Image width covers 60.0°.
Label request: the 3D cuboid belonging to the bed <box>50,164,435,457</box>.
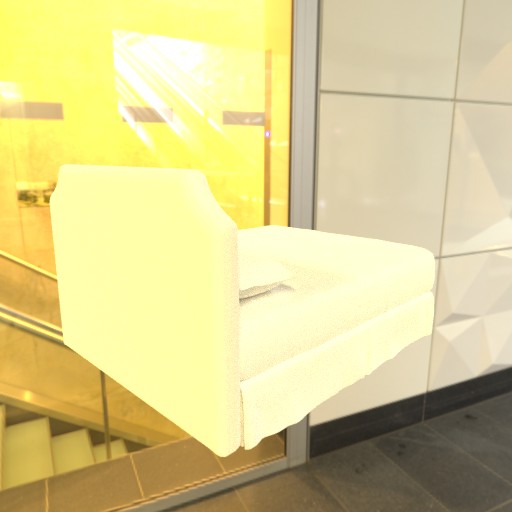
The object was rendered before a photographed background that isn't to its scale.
[{"bbox_3d":[0.000,0.000,3.736,2.548,1.524,2.134,-13,18,-43],"label":"bed"}]
